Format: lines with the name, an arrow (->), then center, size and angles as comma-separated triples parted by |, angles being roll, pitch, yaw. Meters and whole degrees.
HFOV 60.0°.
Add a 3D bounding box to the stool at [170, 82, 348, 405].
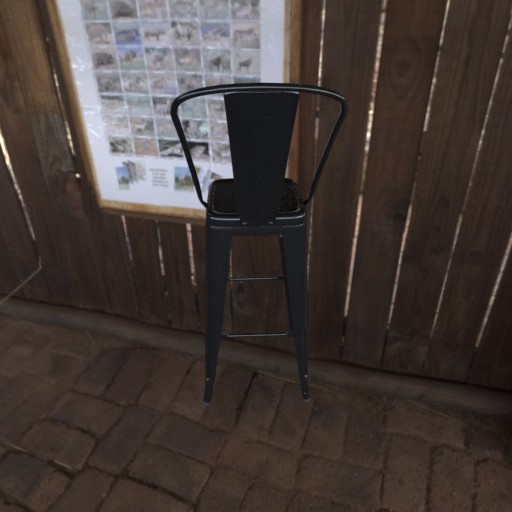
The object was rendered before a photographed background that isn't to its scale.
stool -> 0.000, 0.000, 1.386 | 0.399, 1.096, 0.513 | -1, 30, -2
